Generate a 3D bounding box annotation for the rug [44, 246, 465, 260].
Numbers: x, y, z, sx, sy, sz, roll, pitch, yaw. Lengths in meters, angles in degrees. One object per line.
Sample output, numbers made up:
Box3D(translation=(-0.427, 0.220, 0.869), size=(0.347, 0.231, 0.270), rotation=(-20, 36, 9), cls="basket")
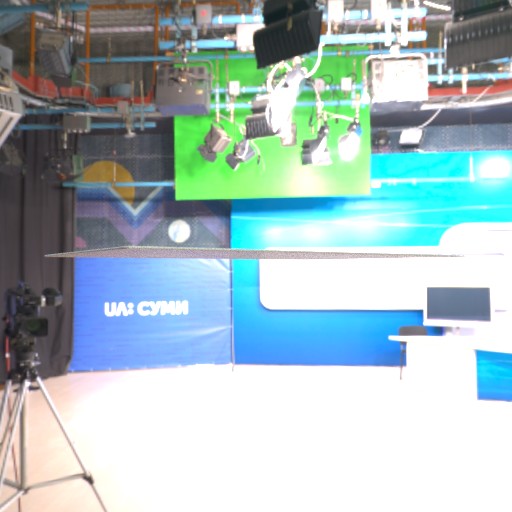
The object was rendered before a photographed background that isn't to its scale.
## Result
Box3D(translation=(0.000, 0.000, 2.853), size=(2.232, 0.011, 1.555), rotation=(1, -2, -35), cls="rug")
